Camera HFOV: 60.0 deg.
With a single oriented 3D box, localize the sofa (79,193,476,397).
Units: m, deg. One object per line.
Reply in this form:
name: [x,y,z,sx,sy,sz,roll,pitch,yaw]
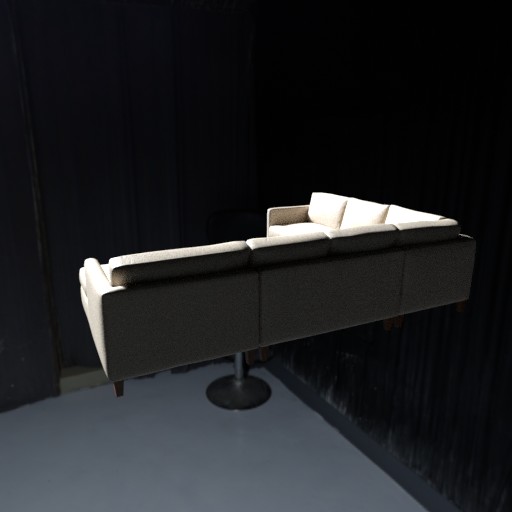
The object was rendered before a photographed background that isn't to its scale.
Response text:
sofa: [0.000,0.000,4.630,3.460,0.961,2.594,-7,17,-26]
